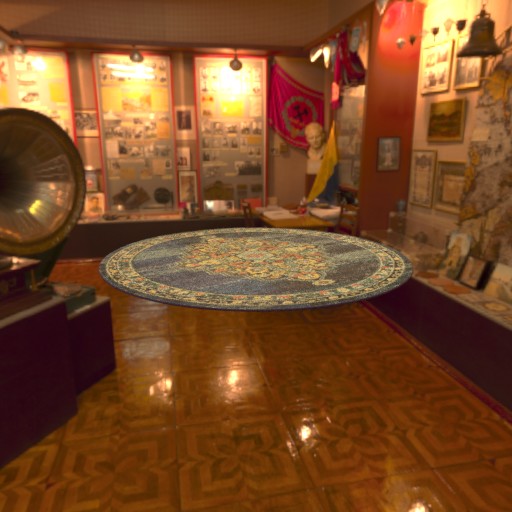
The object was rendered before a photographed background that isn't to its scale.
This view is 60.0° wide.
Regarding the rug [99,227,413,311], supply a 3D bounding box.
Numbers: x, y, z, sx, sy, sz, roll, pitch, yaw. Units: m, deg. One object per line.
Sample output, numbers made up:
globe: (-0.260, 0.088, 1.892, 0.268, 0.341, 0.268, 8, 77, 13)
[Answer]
rug: (0.000, 0.000, 2.367, 1.591, 0.010, 1.591, 0, 14, 0)
